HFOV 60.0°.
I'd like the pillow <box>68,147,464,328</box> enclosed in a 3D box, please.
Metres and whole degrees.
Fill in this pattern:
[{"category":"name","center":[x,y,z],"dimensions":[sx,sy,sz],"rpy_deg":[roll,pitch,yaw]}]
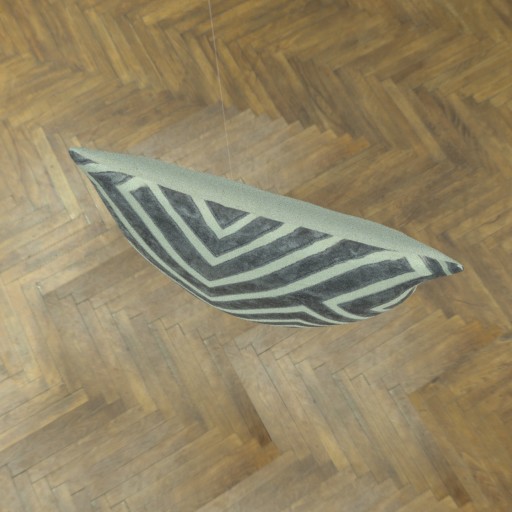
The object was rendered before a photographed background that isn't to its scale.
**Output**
[{"category":"pillow","center":[0.000,0.000,0.664],"dimensions":[0.440,0.441,0.182],"rpy_deg":[17,77,4]}]
